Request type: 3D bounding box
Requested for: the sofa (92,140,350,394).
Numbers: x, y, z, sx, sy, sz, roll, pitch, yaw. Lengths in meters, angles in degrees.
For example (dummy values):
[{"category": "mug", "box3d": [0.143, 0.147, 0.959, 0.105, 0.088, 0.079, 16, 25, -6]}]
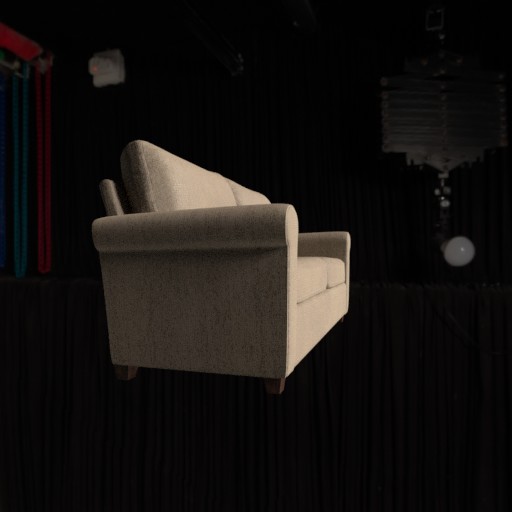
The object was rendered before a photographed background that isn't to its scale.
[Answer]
[{"category": "sofa", "box3d": [0.000, 0.000, 2.468, 0.842, 0.942, 1.935, 0, 0, 18]}]
